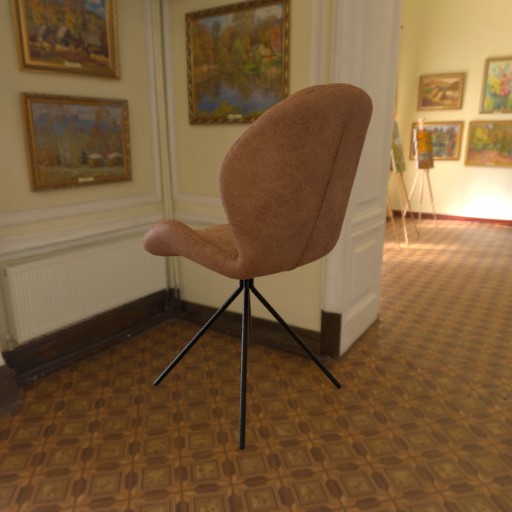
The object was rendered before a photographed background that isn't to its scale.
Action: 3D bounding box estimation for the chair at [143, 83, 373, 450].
[{"bbox_3d":[0.000,0.000,1.334,0.527,0.929,0.640,-14,21,-42],"label":"chair"}]
